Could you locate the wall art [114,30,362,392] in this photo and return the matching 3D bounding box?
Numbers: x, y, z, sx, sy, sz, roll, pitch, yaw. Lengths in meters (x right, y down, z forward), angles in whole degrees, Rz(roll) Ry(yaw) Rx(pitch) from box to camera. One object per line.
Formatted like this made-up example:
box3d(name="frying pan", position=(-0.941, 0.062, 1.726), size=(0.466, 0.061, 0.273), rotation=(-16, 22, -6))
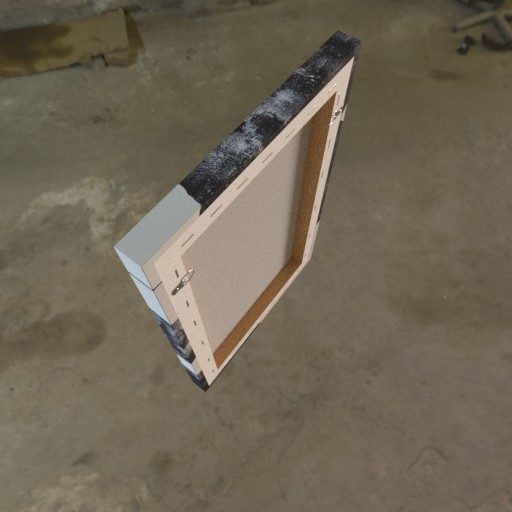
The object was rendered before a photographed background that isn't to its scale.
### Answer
box3d(name="wall art", position=(0.000, 0.000, 0.769), size=(0.039, 0.610, 0.407), rotation=(34, 67, 16))
